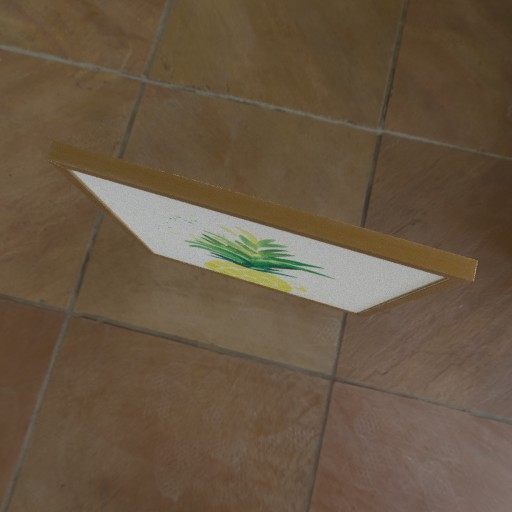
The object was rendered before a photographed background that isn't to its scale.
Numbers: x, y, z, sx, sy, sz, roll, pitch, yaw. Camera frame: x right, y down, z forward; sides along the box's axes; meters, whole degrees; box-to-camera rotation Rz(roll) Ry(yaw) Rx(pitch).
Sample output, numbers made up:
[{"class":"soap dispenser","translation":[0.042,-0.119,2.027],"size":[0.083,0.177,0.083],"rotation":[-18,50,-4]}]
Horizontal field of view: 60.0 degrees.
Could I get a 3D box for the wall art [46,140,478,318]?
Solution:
[{"class":"wall art","translation":[0.000,0.000,1.131],"size":[0.762,0.760,0.037],"rotation":[16,78,4]}]
